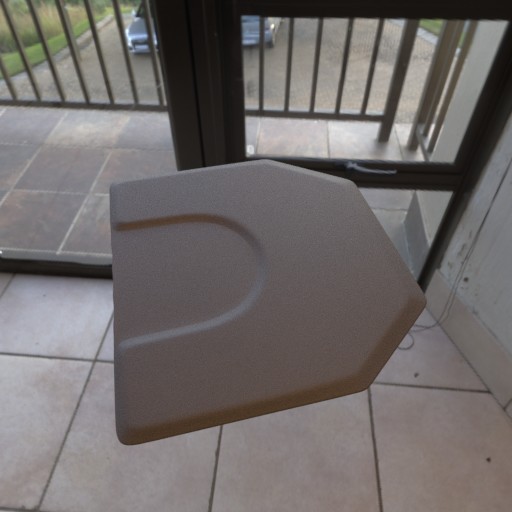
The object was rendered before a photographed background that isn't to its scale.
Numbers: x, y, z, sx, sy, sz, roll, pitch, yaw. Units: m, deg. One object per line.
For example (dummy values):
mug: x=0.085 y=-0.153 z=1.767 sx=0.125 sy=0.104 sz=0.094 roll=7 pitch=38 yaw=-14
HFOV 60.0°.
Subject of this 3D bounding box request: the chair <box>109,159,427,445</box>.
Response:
chair: x=0.000 y=0.000 z=1.913 sx=1.219 sy=0.024 sz=1.372 roll=-10 pitch=48 yaw=-9
